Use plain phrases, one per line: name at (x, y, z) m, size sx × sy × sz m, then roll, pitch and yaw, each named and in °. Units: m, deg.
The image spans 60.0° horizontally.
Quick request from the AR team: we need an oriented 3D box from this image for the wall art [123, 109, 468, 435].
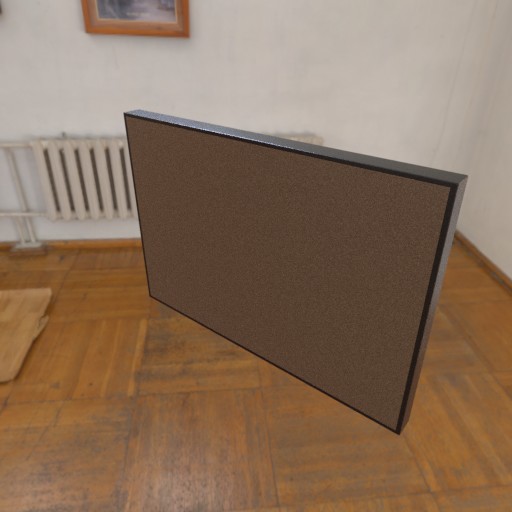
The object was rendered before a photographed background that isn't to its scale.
wall art at (0.000, 0.000, 1.192) m, size 0.939 × 0.640 × 0.058 m, roll 22°, pitch 36°, yaw 33°
